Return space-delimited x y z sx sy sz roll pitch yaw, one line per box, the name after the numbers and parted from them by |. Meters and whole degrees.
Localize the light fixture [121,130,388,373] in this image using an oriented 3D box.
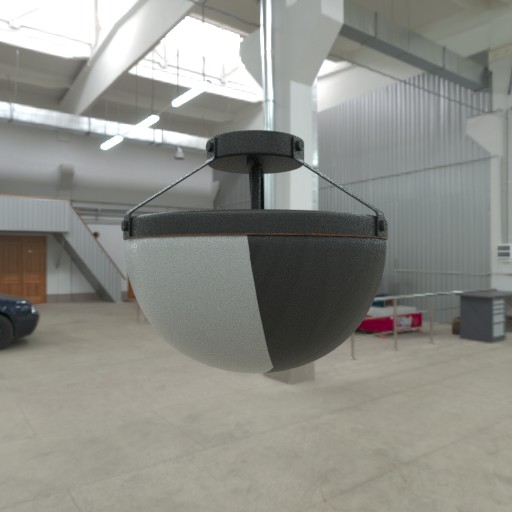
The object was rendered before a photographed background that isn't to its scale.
0.000 0.000 0.530 0.304 0.269 0.304 0 0 0 | light fixture
